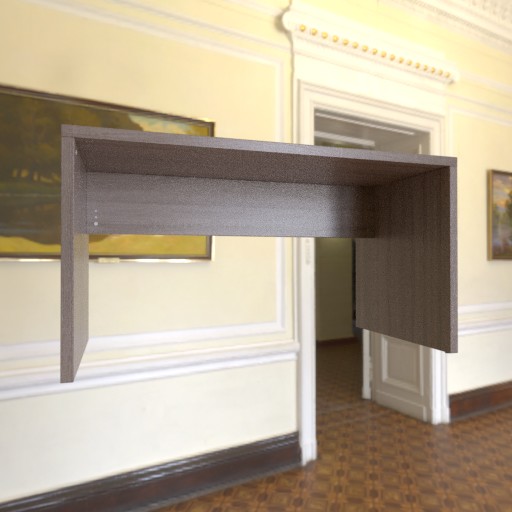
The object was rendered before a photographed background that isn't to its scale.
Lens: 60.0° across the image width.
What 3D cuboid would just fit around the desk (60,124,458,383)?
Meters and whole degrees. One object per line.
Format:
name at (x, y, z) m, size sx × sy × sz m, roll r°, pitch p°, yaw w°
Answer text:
desk at (0.000, 0.000, 1.797) m, size 1.380 × 0.745 × 0.690 m, roll 0°, pitch 0°, yaw -17°
